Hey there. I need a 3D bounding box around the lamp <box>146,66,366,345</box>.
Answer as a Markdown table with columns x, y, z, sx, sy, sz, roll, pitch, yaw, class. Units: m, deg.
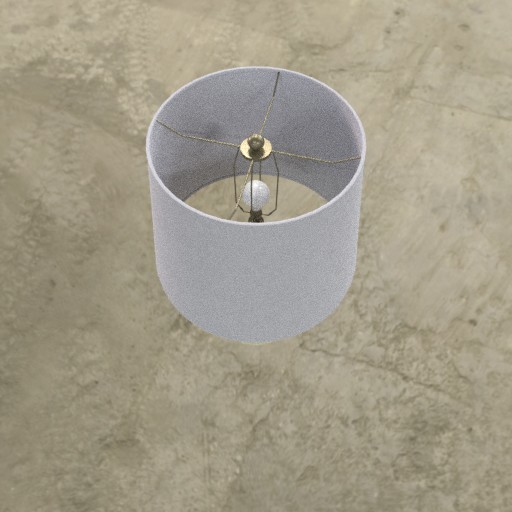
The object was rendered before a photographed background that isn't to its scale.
| x | y | z | sx | sy | sz | roll | pitch | yaw | class |
| --- | --- | --- | --- | --- | --- | --- | --- | --- | --- |
| 0.000 | 0.000 | 0.551 | 0.239 | 0.399 | 0.239 | 0 | 59 | 0 | lamp |
